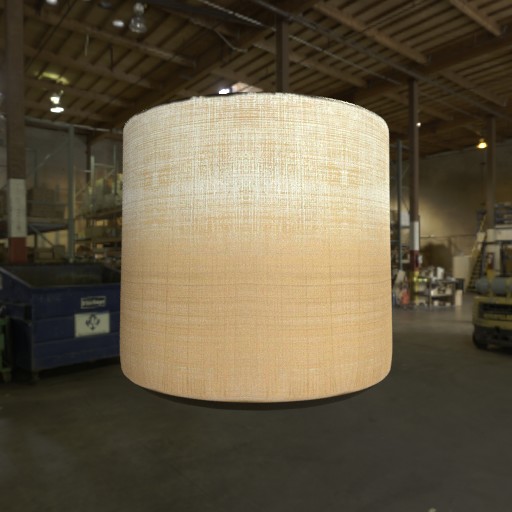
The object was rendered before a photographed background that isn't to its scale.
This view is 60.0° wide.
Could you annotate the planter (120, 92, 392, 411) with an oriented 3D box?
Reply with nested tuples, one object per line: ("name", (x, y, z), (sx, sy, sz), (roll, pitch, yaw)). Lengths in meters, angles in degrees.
("planter", (0.000, 0.000, 0.377), (0.221, 0.201, 0.221), (0, -1, 0))
